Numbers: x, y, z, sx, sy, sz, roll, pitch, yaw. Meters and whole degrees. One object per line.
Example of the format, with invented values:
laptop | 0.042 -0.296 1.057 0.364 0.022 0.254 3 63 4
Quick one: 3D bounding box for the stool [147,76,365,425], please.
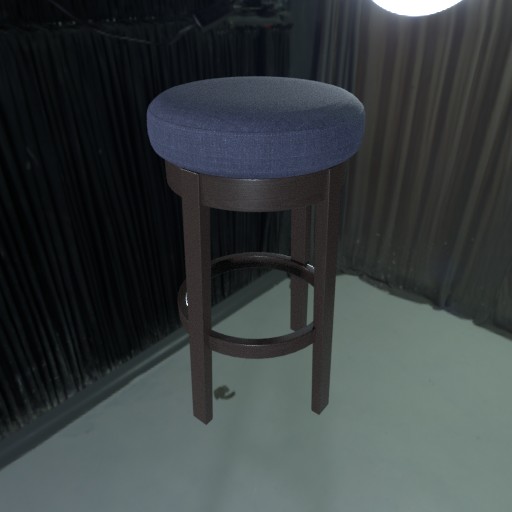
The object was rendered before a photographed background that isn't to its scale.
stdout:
stool | 0.000 0.000 1.056 0.446 0.758 0.446 0 31 0
